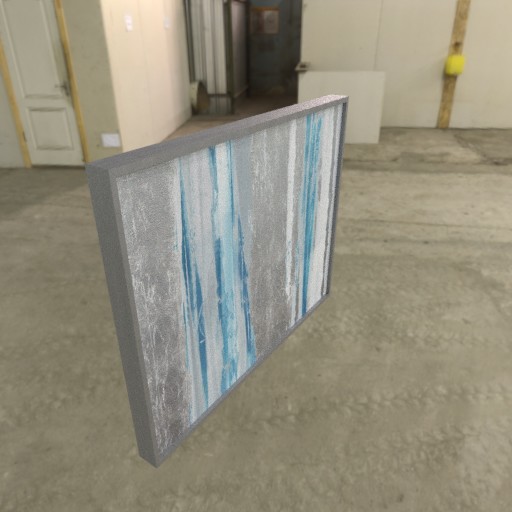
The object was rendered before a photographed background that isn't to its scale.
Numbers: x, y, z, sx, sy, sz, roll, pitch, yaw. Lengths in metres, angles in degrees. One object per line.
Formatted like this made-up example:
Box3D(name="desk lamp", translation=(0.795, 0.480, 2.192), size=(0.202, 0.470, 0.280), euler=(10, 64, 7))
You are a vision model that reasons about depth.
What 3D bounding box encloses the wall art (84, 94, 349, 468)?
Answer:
Box3D(name="wall art", translation=(0.000, 0.000, 0.751), size=(0.037, 0.450, 0.557), euler=(18, 33, 30))
